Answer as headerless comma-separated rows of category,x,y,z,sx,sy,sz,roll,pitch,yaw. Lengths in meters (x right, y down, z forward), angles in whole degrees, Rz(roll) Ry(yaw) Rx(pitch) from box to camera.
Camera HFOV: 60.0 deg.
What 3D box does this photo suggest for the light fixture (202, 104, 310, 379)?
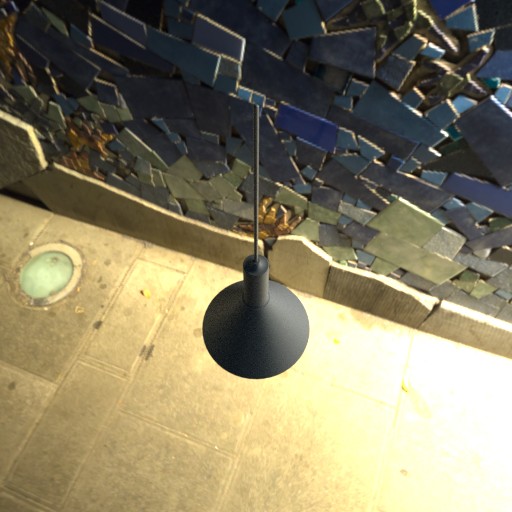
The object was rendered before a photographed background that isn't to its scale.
light fixture,0.000,0.000,0.820,0.267,0.683,0.267,31,63,18
